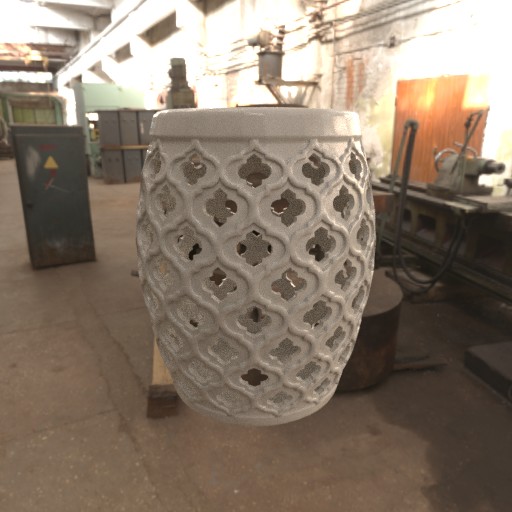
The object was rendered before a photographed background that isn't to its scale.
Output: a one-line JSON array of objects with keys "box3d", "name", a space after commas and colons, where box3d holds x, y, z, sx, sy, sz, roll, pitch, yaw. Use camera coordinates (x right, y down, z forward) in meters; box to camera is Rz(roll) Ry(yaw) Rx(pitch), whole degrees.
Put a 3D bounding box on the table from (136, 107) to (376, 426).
[{"box3d": [0.000, 0.000, 0.627, 0.325, 0.388, 0.325, 0, 16, 0], "name": "table"}]
